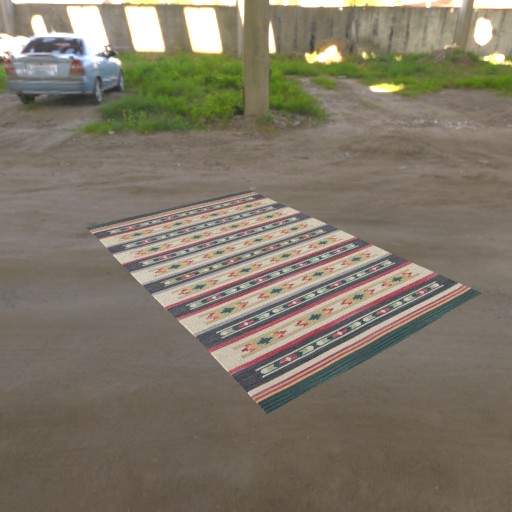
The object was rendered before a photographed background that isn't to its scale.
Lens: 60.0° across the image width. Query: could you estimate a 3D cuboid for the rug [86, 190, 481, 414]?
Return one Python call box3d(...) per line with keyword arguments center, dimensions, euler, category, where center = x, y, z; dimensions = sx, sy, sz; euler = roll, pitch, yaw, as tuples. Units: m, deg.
box3d(center=(0.000, 0.000, 2.346), dimensions=(1.221, 0.009, 1.825), euler=(-18, 32, -32), category="rug")
